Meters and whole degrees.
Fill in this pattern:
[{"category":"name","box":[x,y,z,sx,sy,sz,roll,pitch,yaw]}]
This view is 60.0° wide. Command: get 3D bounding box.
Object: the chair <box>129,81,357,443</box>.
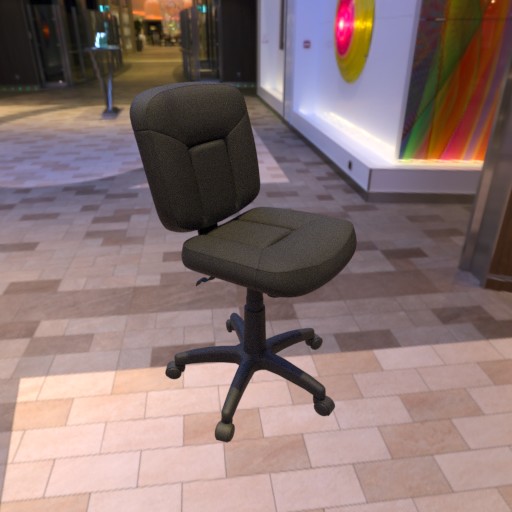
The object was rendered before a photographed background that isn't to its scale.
[{"category":"chair","box":[0.000,0.000,1.372,0.610,0.972,0.610,18,32,32]}]
